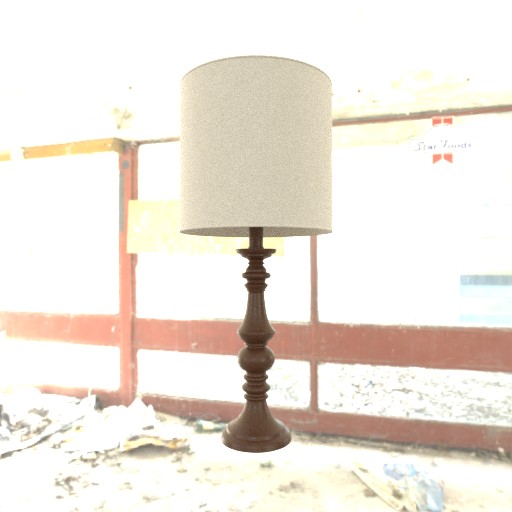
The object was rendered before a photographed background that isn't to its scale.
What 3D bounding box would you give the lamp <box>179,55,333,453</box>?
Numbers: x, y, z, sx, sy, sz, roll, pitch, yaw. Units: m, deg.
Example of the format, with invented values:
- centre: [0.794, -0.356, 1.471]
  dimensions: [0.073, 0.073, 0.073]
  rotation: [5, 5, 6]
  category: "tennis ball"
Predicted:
- centre: [0.000, 0.000, 0.733]
  dimensions: [0.250, 0.597, 0.250]
  rotation: [-1, -1, 37]
  category: "lamp"
